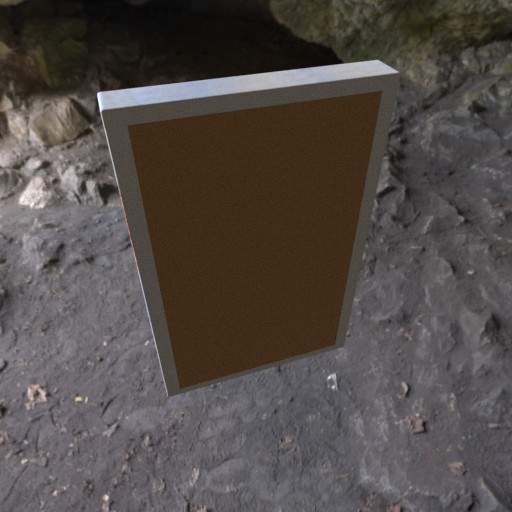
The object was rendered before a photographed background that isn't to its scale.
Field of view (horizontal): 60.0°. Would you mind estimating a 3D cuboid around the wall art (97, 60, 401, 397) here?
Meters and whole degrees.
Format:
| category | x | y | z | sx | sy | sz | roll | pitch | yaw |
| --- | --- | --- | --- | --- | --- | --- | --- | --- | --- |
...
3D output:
| category | x | y | z | sx | sy | sz | roll | pitch | yaw |
| --- | --- | --- | --- | --- | --- | --- | --- | --- | --- |
| wall art | 0.000 | 0.000 | 0.489 | 0.251 | 0.380 | 0.039 | -12 | 42 | -14 |
